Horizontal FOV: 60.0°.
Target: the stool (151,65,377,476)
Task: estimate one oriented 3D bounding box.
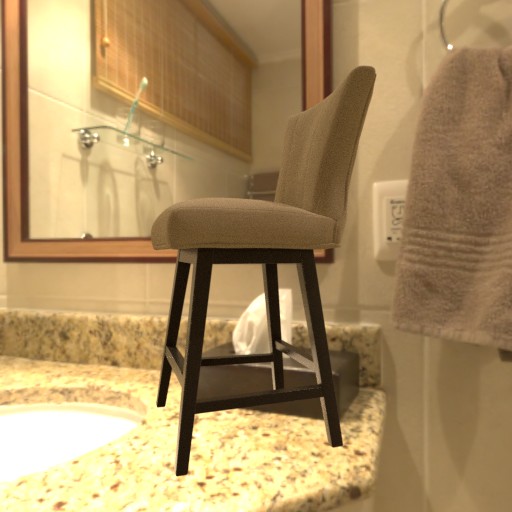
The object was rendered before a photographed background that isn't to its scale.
[{"bbox_3d":[0.000,0.000,1.318,0.574,1.000,0.514,0,1,-18],"label":"stool"}]
